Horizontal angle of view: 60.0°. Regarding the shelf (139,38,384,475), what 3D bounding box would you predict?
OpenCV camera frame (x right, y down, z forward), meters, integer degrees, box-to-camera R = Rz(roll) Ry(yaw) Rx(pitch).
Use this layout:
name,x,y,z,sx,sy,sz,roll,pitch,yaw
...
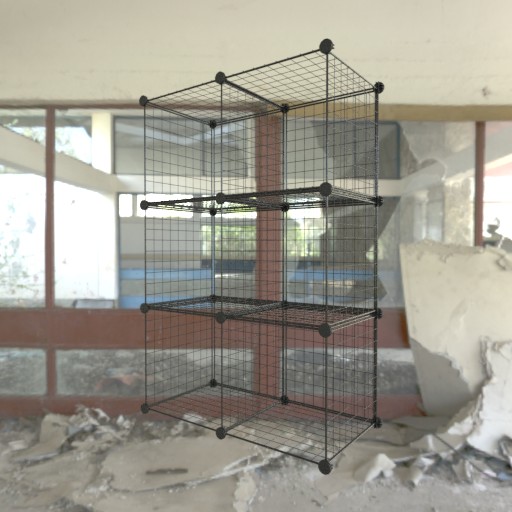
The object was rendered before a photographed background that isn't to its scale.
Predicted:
name,x,y,z,sx,sy,sz,roll,pitch,yaw
shelf,0.000,0.000,1.428,0.711,1.067,0.356,1,1,36
